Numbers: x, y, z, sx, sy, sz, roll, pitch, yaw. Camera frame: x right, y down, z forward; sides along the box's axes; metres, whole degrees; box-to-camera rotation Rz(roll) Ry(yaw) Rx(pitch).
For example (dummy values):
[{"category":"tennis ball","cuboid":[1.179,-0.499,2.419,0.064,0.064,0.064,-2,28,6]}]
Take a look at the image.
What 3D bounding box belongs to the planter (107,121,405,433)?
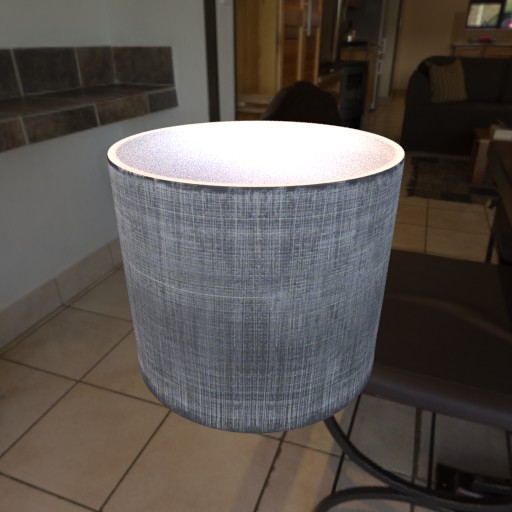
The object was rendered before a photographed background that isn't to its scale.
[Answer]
[{"category":"planter","cuboid":[0.000,0.000,0.442,0.254,0.221,0.254,0,26,0]}]
